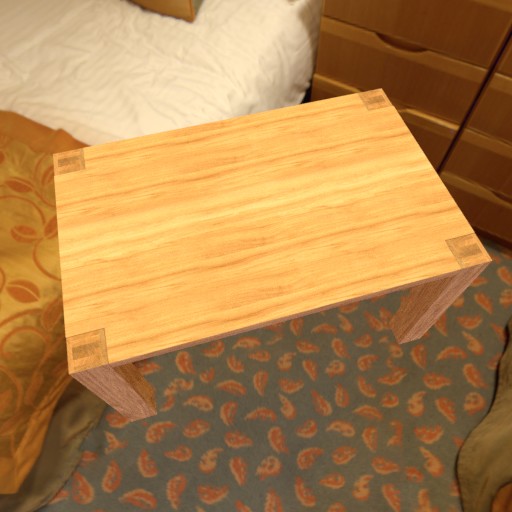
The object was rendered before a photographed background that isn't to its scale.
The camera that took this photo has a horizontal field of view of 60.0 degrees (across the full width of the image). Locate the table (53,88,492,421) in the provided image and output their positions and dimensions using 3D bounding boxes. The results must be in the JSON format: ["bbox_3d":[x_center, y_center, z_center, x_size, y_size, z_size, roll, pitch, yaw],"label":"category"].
[{"bbox_3d":[0.000,0.000,1.940,1.400,0.760,0.900,-14,61,-8],"label":"table"}]
